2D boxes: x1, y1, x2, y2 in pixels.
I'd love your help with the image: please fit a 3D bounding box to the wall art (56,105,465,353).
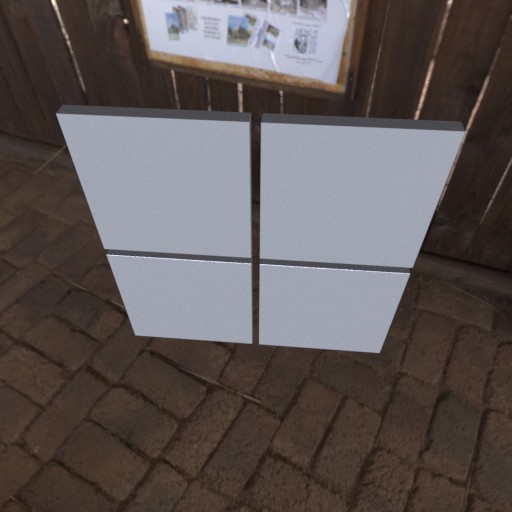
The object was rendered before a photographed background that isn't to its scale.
[{"bbox_3d":[0.000,0.000,0.892,0.611,0.611,0.029,3,47,3],"label":"wall art"}]
